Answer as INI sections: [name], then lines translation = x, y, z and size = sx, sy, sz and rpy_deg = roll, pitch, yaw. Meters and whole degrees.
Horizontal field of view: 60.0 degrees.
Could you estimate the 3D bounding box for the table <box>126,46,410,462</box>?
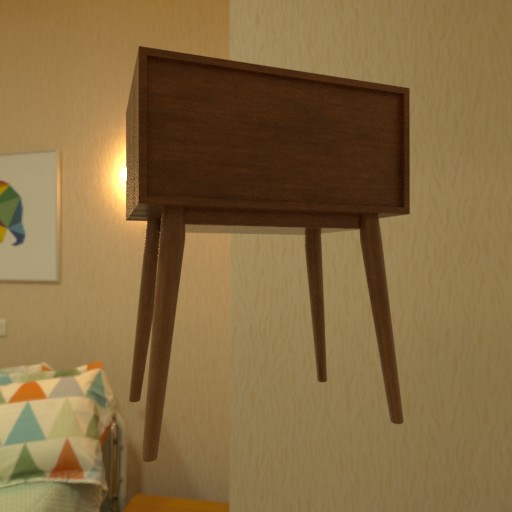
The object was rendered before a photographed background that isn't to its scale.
[table]
translation = 0.000, 0.000, 0.834
size = 0.454, 0.580, 0.307
rpy_deg = 0, 0, -20
